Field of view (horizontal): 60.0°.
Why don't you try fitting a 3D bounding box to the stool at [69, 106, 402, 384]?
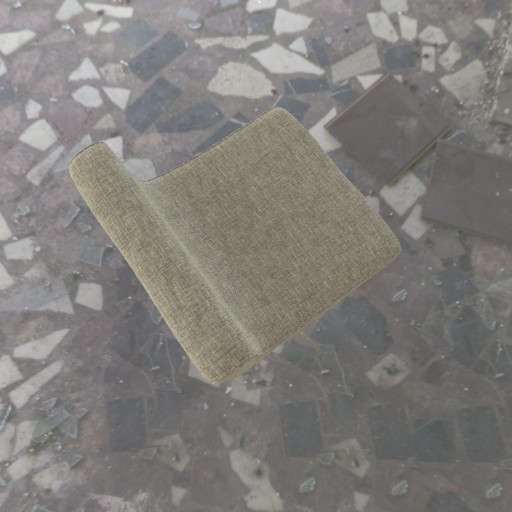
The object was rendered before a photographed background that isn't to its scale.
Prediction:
[{"bbox_3d":[0.000,0.000,1.069,0.459,0.835,0.417,-35,77,-9],"label":"stool"}]
